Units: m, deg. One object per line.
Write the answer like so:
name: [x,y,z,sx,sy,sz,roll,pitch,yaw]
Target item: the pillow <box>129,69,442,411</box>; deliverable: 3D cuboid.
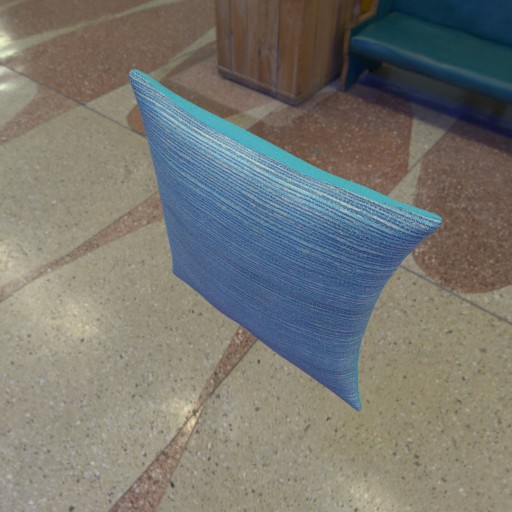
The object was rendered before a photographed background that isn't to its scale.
pillow: [0.000,0.000,0.756,0.514,0.497,0.150,33,56,26]
